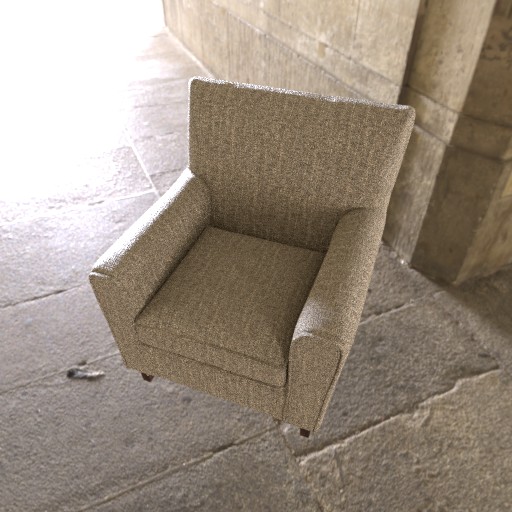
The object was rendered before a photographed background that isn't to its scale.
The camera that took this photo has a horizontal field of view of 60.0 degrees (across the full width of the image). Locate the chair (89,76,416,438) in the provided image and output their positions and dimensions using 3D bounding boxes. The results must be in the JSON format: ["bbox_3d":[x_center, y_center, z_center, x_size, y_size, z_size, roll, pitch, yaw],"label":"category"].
[{"bbox_3d":[0.000,0.000,1.637,0.864,0.928,0.873,14,43,15],"label":"chair"}]
